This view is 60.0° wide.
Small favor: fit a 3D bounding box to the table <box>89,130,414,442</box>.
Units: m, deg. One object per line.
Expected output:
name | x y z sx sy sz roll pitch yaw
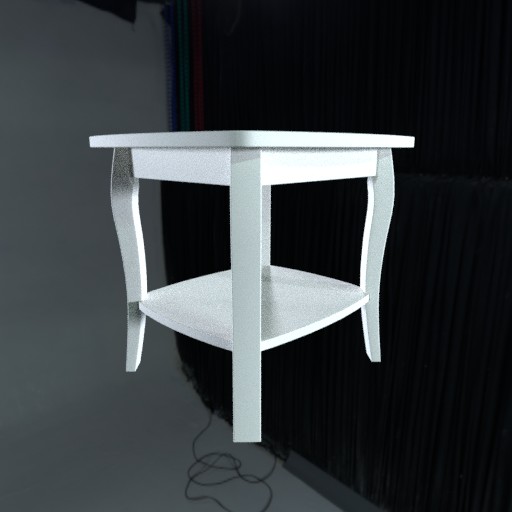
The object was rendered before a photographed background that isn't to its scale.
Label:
table | 0.000 0.000 0.841 0.451 0.438 0.502 13 19 43
